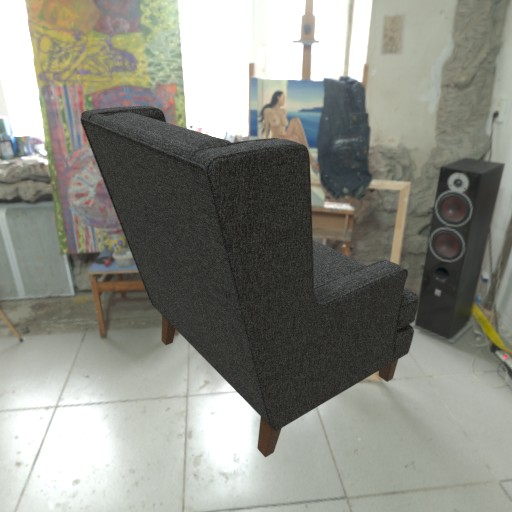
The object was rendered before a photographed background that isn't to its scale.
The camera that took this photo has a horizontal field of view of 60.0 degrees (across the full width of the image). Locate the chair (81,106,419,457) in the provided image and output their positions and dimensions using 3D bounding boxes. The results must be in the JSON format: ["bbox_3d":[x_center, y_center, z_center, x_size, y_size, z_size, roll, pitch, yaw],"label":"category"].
[{"bbox_3d":[0.000,0.000,1.750,0.927,1.082,0.942,-17,30,-32],"label":"chair"}]
